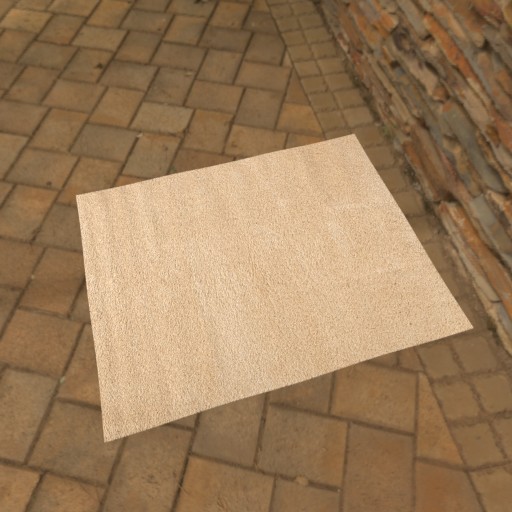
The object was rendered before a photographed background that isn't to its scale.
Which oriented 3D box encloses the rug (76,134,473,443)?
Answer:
[{"bbox_3d":[0.000,0.000,4.026,3.000,0.025,2.400,-15,59,-9],"label":"rug"}]
